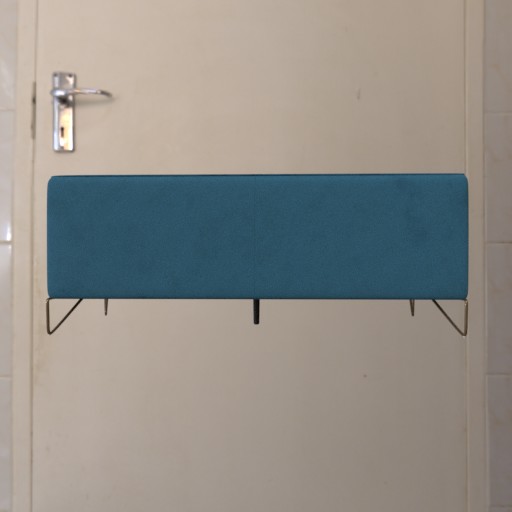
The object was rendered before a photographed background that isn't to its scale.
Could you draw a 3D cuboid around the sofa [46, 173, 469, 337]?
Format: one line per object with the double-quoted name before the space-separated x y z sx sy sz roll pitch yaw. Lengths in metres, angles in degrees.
"sofa" 0.000 0.000 2.556 2.087 0.789 0.867 0 -1 1
